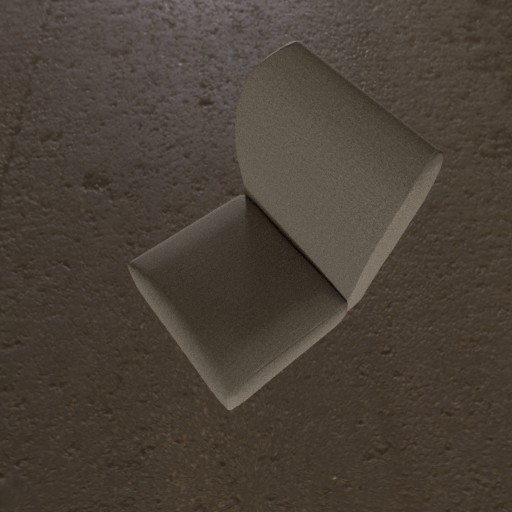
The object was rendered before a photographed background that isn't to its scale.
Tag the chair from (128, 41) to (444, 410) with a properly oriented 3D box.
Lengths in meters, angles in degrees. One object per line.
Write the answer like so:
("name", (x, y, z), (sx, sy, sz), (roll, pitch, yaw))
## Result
("chair", (0.000, 0.000, 1.195), (0.592, 0.804, 0.513), (-36, 67, -18))
